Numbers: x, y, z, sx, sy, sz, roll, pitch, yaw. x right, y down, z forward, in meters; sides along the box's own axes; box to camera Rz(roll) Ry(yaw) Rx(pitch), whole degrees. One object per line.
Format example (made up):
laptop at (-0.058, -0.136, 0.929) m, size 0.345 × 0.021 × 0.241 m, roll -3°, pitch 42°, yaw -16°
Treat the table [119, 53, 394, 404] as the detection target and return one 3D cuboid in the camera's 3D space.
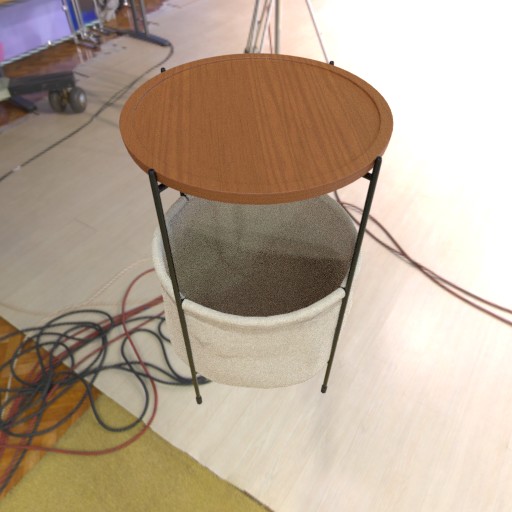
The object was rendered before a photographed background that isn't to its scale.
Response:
table at (0.000, 0.000, 0.862) m, size 0.393 × 0.623 × 0.393 m, roll -4°, pitch 47°, yaw -4°
